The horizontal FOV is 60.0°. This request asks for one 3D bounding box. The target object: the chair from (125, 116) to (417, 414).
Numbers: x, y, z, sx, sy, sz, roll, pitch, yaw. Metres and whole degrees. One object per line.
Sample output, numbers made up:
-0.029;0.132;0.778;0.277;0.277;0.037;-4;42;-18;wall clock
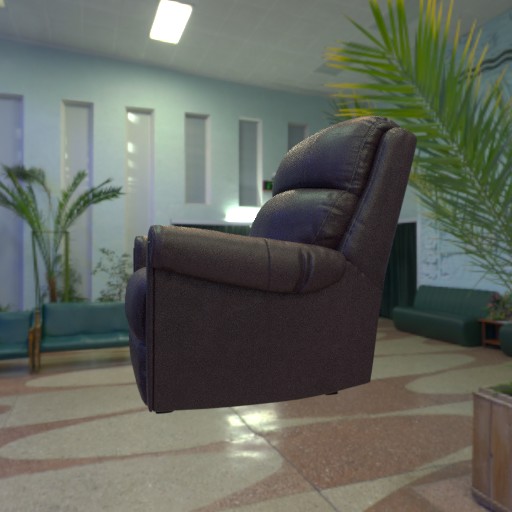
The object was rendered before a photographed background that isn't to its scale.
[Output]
0.000;0.000;1.799;1.014;1.054;0.838;0;0;-19;chair
